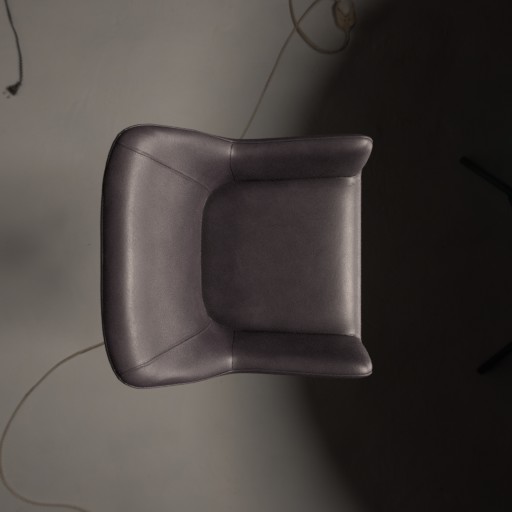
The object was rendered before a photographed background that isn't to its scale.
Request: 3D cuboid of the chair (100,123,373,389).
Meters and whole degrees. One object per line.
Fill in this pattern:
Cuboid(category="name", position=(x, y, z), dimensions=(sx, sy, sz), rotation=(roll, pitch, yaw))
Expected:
Cuboid(category="chair", position=(0.000, 0.000, 1.266), dimensions=(0.610, 0.828, 0.610), rotation=(0, 90, 1))
